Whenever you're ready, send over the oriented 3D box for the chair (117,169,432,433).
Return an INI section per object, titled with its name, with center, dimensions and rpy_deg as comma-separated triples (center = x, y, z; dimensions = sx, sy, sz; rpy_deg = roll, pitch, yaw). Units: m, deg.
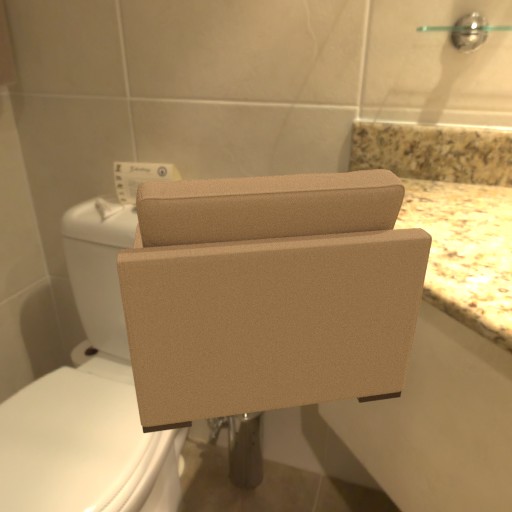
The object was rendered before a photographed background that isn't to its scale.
[chair]
center = 0.000, 0.000, 2.189
dimensions = 1.293, 1.005, 1.274
rpy_deg = -8, 26, -16
